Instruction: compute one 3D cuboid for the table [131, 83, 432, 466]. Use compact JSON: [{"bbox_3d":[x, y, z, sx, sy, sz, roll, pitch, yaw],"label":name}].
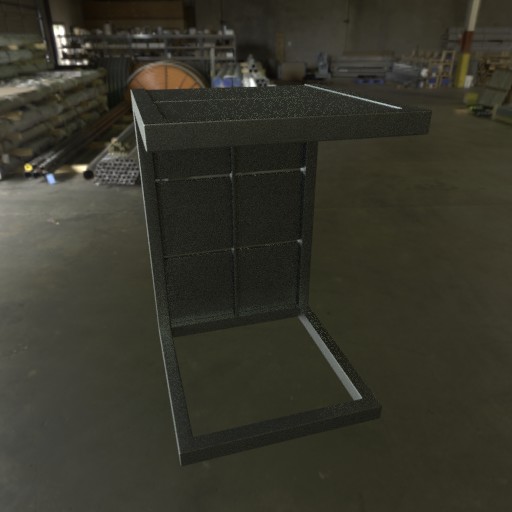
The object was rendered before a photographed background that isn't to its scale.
[{"bbox_3d":[0.000,0.000,0.899,0.405,0.609,0.420,-7,27,-15],"label":"table"}]
